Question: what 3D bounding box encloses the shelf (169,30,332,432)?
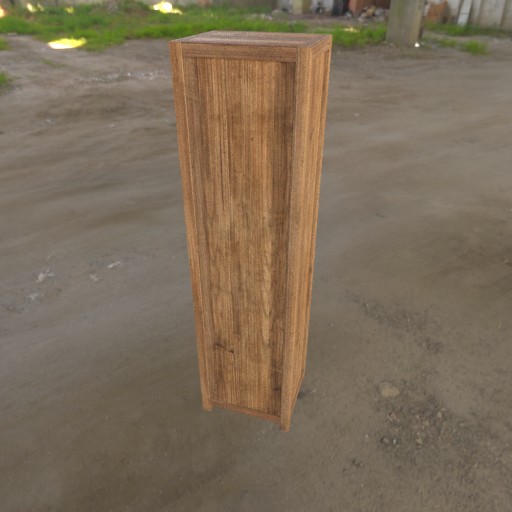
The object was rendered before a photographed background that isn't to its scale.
[{"bbox_3d":[0.000,0.000,2.138,0.500,1.900,0.428,9,33,15],"label":"shelf"}]
